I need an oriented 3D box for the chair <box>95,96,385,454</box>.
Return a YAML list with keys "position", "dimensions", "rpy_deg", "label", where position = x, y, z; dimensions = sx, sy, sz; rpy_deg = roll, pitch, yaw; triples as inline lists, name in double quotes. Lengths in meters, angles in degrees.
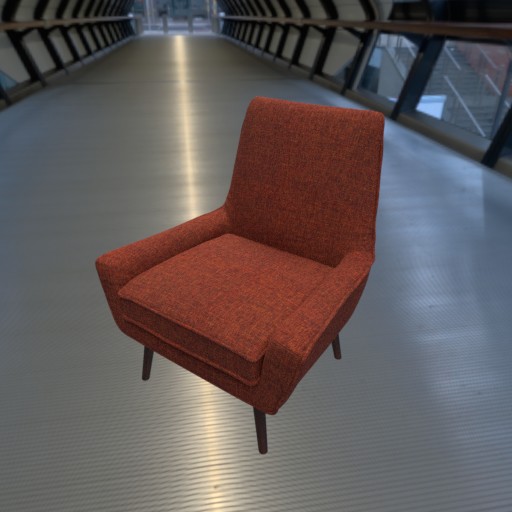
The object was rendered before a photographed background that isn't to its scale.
- position: [0.000, 0.000, 1.521]
  dimensions: [0.803, 0.911, 0.784]
  rpy_deg: [19, 35, 30]
  label: "chair"
